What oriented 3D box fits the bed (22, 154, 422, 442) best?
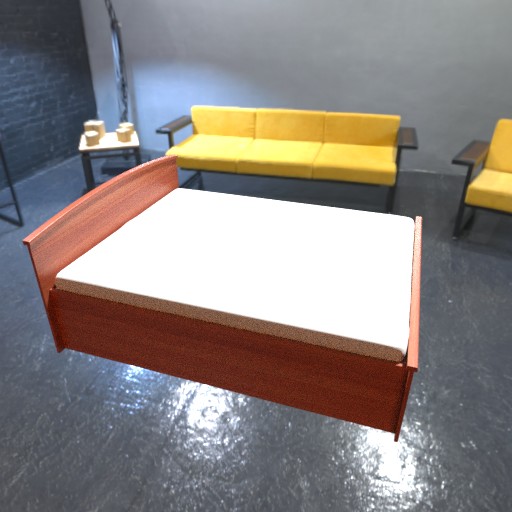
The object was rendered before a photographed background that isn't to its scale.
[{"bbox_3d":[0.000,0.000,2.938,2.053,0.848,1.683,9,31,16],"label":"bed"}]
